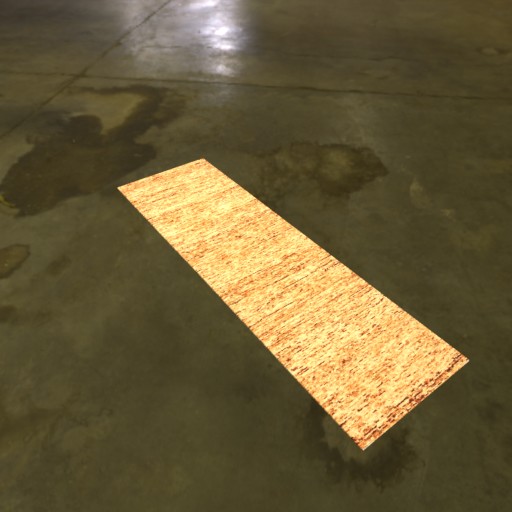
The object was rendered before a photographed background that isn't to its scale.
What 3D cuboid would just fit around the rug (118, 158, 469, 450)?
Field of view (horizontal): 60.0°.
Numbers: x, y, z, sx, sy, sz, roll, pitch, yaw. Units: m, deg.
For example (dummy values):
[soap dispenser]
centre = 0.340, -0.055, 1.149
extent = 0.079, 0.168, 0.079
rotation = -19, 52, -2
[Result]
[rug]
centre = 0.000, 0.000, 2.473
extent = 0.680, 0.014, 2.237
rotation = -26, 47, -27
